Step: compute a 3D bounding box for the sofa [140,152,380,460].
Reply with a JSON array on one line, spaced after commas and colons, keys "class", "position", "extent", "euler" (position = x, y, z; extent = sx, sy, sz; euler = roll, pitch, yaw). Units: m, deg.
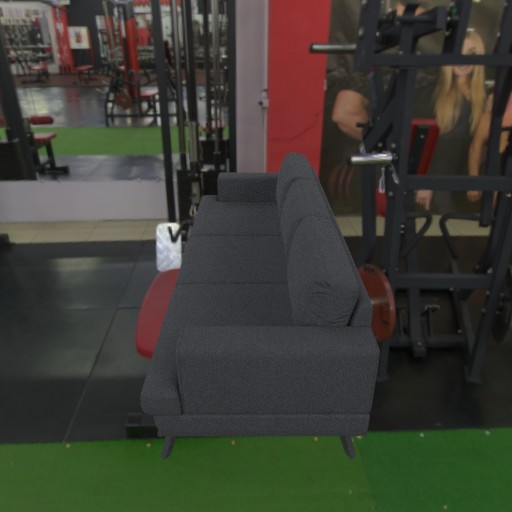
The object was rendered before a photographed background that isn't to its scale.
[{"class": "sofa", "position": [0.000, 0.000, 2.719], "extent": [0.920, 0.810, 2.310], "euler": [0, 27, 0]}]
